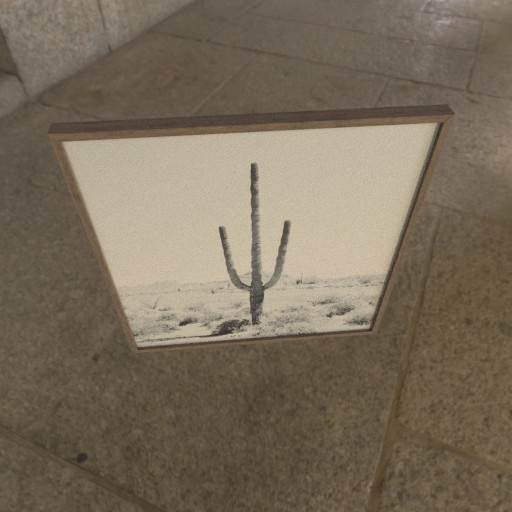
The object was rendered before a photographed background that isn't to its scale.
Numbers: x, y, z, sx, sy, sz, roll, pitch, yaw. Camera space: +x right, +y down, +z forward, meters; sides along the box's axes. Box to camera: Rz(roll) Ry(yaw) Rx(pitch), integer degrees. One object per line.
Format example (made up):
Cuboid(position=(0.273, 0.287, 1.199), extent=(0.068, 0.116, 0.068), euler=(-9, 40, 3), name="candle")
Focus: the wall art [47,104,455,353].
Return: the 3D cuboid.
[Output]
Cuboid(position=(0.000, 0.000, 1.116), extent=(0.762, 0.762, 0.038), euler=(-4, 47, -4), name="wall art")
